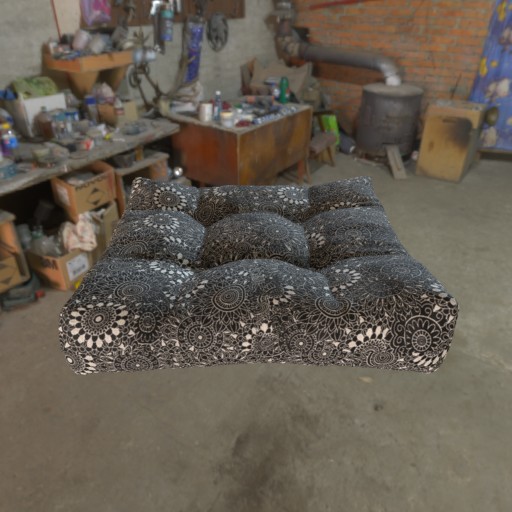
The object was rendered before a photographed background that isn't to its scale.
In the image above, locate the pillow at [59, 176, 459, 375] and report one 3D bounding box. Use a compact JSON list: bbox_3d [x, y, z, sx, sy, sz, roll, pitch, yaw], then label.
[{"bbox_3d":[0.000,0.000,0.726,0.490,0.128,0.468,-1,30,-1],"label":"pillow"}]
